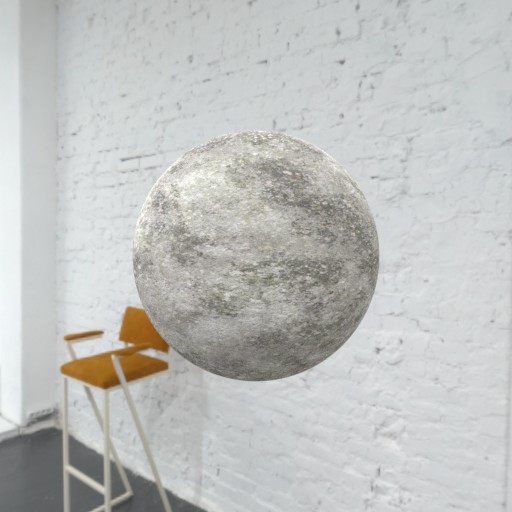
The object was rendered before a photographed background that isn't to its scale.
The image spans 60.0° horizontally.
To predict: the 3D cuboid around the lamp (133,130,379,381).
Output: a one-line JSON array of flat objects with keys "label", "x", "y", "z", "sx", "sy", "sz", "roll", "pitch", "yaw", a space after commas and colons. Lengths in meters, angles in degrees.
[{"label": "lamp", "x": 0.000, "y": 0.000, "z": 0.785, "sx": 0.422, "sy": 0.429, "sz": 0.422, "roll": 0, "pitch": 1, "yaw": 0}]
